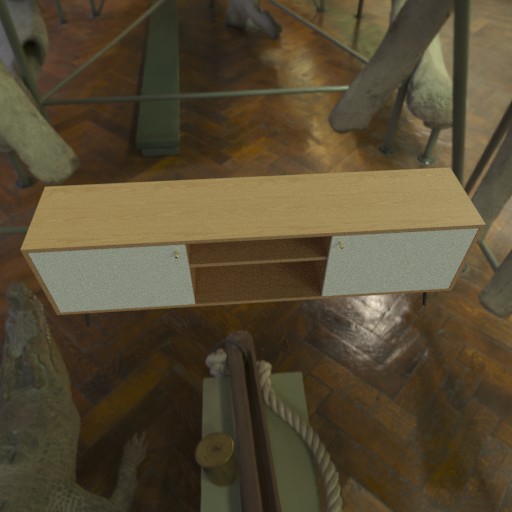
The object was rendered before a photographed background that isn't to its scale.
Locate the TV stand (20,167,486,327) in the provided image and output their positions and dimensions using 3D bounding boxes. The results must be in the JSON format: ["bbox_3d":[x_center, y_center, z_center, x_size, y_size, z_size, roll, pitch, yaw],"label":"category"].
[{"bbox_3d":[0.000,0.000,2.000,1.760,0.580,0.400,-3,47,-3],"label":"TV stand"}]
